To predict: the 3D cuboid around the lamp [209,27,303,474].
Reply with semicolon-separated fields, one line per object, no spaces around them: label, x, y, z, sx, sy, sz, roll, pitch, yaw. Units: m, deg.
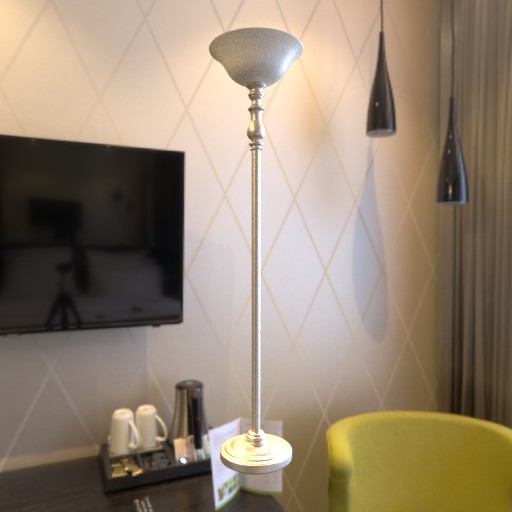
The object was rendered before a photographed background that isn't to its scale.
lamp;0.000;0.000;1.924;0.405;1.771;0.405;1;1;36
